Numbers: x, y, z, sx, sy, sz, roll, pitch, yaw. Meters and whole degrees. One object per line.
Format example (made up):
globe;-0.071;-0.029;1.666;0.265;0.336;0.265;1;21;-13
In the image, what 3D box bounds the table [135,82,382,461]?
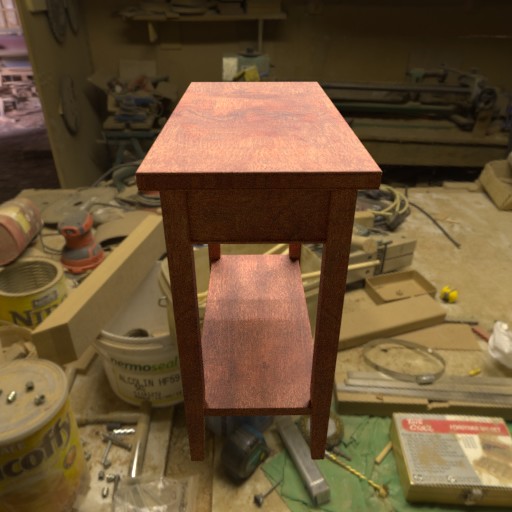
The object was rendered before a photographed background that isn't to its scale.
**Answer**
table;0.000;0.000;0.962;0.305;0.610;0.610;0;31;-1
